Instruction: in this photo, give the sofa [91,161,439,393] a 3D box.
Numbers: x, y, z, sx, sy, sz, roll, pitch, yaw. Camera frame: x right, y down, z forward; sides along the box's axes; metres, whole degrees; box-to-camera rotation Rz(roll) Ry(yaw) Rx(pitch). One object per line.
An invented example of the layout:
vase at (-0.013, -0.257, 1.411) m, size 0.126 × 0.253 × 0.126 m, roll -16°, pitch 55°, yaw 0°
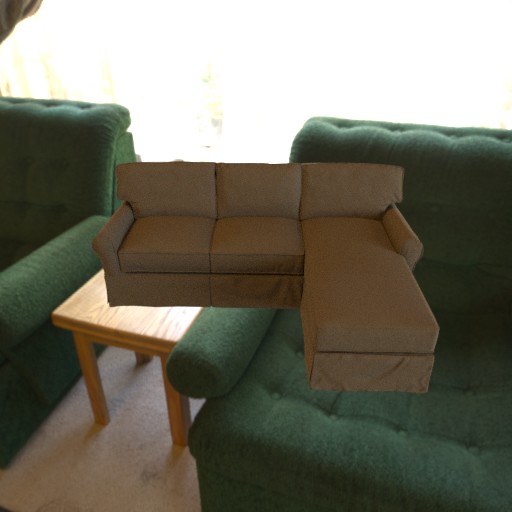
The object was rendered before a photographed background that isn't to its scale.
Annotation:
sofa at (0.000, 0.000, 3.321) m, size 2.475 × 0.978 × 1.733 m, roll 1°, pitch 31°, yaw 1°
